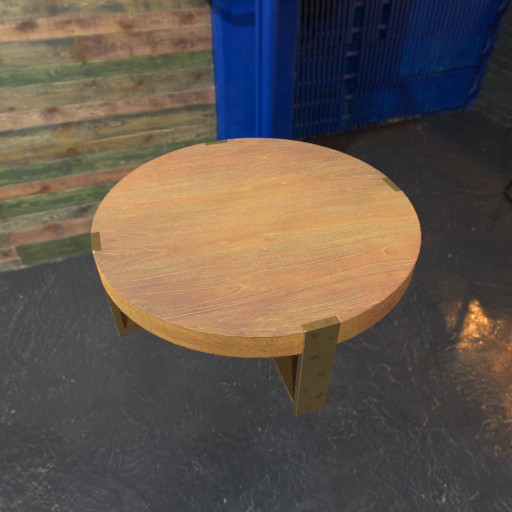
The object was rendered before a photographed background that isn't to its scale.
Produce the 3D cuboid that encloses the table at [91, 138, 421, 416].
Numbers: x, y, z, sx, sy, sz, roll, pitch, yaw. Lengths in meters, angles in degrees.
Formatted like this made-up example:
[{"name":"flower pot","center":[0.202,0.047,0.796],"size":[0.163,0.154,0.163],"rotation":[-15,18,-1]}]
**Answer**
[{"name":"table","center":[0.000,0.000,1.676],"size":[1.100,0.420,1.100],"rotation":[0,41,0]}]
